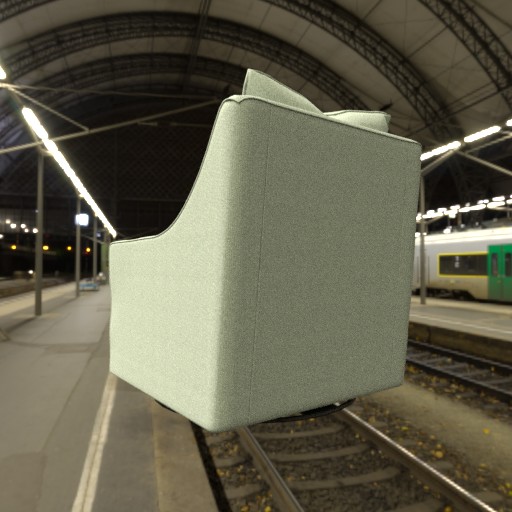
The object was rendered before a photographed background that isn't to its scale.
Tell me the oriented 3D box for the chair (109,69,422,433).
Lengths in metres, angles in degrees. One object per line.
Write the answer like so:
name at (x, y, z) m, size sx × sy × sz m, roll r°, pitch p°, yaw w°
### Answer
chair at (0.000, 0.000, 1.557) m, size 0.760 × 0.926 × 0.870 m, roll 1°, pitch -2°, yaw -36°
